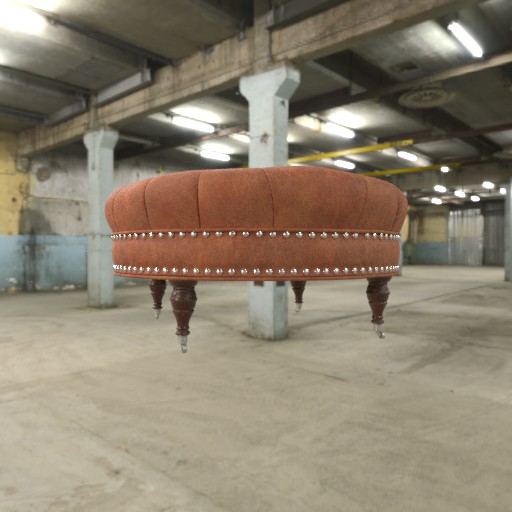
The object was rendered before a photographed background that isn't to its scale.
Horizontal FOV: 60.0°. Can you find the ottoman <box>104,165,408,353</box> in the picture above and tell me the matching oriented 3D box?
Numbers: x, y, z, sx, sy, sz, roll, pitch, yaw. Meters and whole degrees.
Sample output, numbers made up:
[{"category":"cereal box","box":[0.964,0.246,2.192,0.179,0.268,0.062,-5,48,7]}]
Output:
[{"category":"ottoman","box":[0.000,0.000,1.378,0.901,0.444,0.901,0,0,0]}]
